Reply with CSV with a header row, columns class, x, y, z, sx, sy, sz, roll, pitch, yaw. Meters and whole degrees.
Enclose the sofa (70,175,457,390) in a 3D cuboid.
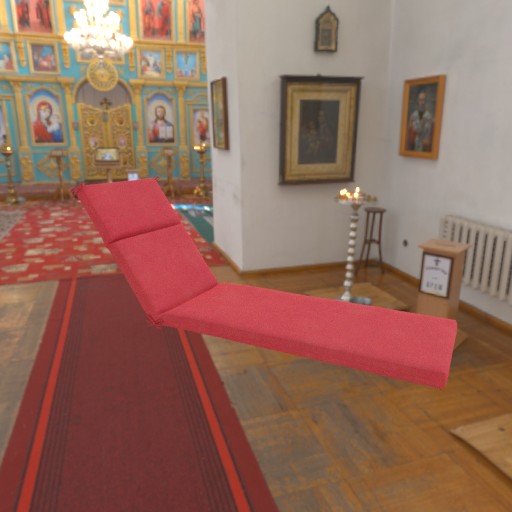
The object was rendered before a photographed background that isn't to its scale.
class,x,y,z,sx,sy,sz,roll,pitch,yaw
sofa,0.000,0.000,1.964,1.663,0.622,0.582,7,16,26
